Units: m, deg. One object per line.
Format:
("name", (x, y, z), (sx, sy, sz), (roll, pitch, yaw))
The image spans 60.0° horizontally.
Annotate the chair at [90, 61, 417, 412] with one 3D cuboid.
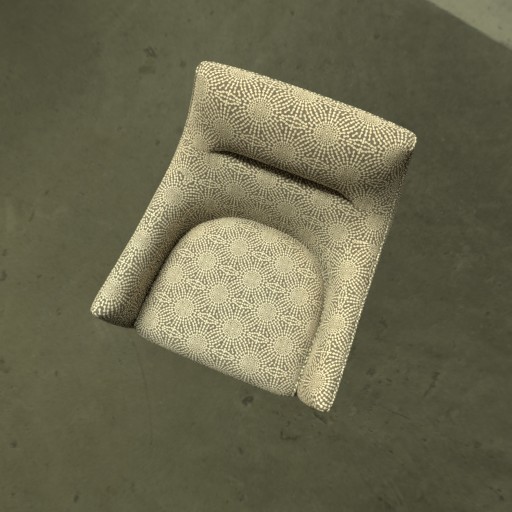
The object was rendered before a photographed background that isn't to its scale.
("chair", (0.000, 0.000, 1.488), (0.762, 0.838, 0.787), (21, 76, 6))
